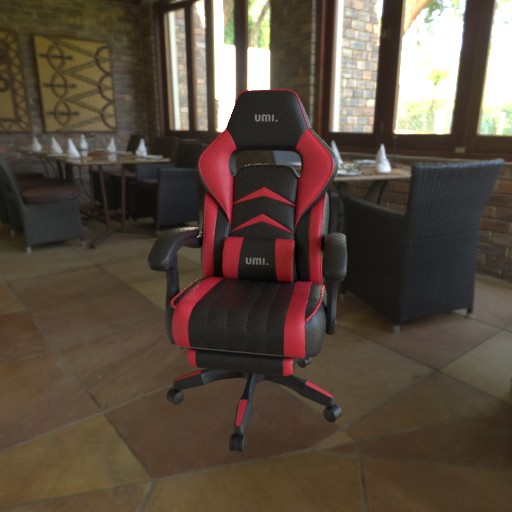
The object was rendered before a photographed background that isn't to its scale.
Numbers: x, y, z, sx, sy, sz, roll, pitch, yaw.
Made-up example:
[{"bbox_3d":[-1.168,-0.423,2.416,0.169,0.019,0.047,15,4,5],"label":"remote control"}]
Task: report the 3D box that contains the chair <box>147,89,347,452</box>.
[{"bbox_3d":[0.000,0.000,1.673,0.700,1.220,0.700,3,17,10],"label":"chair"}]
